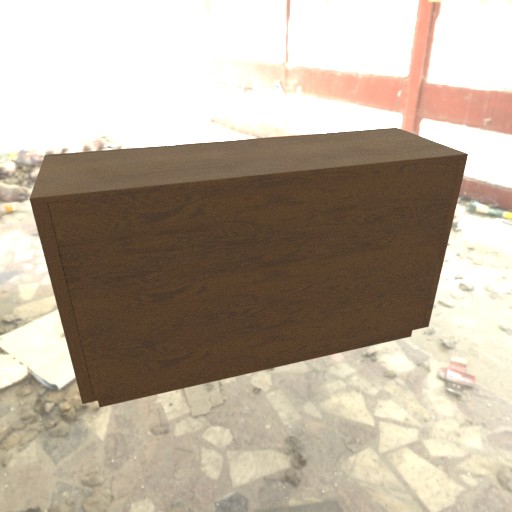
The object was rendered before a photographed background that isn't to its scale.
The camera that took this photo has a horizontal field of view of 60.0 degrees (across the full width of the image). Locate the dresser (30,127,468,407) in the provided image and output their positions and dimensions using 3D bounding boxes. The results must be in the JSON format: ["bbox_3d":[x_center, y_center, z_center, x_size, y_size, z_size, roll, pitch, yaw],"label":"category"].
[{"bbox_3d":[0.000,0.000,1.894,1.523,0.889,0.512,-9,30,-16],"label":"dresser"}]
